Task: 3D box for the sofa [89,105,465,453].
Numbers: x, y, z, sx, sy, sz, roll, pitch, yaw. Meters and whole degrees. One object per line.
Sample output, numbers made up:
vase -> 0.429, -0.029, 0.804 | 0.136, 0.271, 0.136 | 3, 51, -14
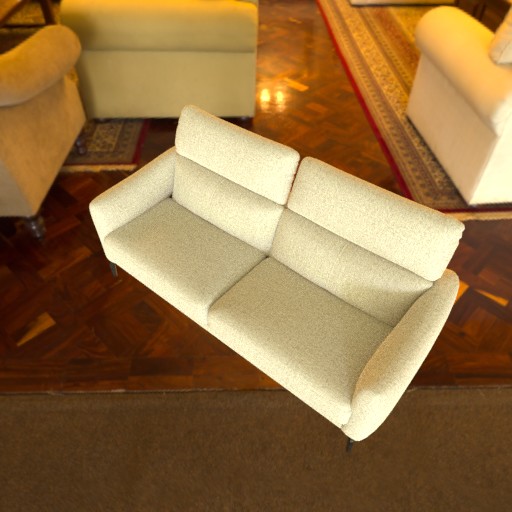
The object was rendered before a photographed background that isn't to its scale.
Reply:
sofa -> 0.000, 0.000, 2.484 | 2.015, 0.956, 0.856 | 31, 53, 27
